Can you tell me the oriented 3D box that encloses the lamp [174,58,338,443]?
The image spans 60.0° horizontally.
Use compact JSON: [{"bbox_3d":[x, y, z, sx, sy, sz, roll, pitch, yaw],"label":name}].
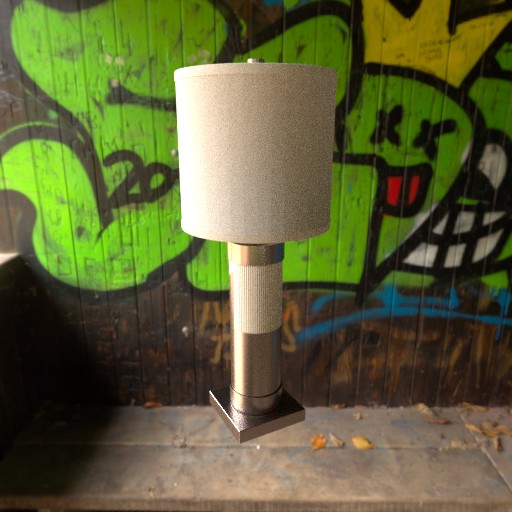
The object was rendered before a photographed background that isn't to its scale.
[{"bbox_3d":[0.000,0.000,0.624,0.202,0.509,0.202,-9,19,-27],"label":"lamp"}]
